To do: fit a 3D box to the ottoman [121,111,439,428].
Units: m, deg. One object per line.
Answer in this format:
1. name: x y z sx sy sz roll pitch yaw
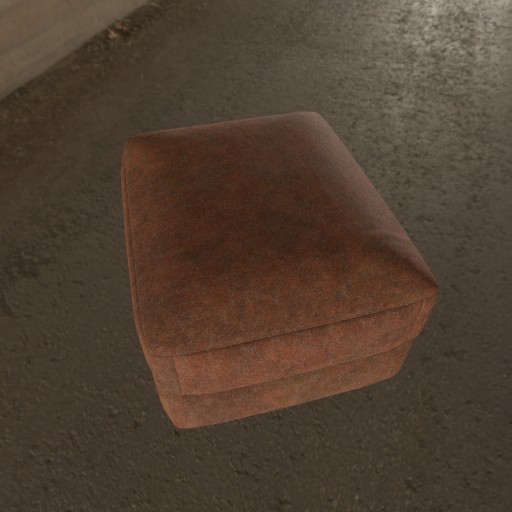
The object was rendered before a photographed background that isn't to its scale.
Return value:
1. ottoman: 0.000 0.000 1.204 0.635 0.508 0.787 -11 48 -10
